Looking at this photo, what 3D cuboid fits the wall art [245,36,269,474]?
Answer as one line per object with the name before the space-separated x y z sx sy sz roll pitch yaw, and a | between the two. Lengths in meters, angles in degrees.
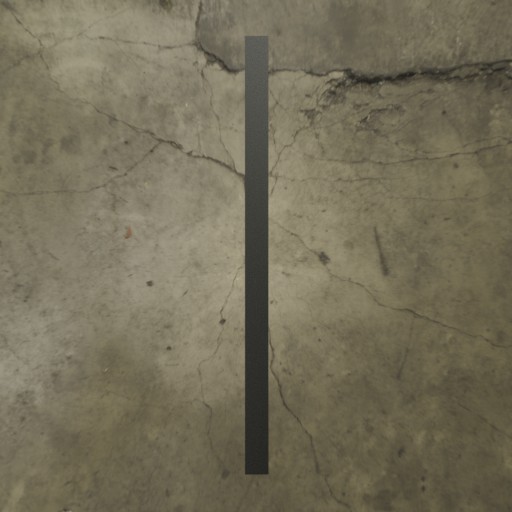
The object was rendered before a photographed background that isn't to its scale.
wall art | 0.000 0.000 1.160 0.042 0.766 0.769 0 90 0
